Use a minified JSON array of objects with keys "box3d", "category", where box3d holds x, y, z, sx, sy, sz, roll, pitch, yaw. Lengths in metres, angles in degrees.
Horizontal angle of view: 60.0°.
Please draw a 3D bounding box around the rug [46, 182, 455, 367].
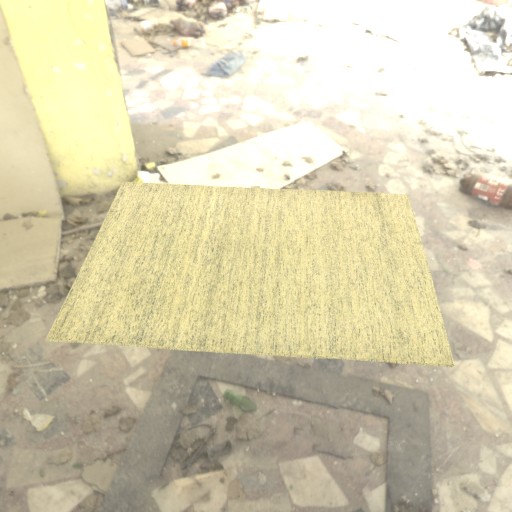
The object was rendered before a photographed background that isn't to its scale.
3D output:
[{"box3d":[0.000,0.000,2.967,2.263,0.017,1.523,3,45,3],"category":"rug"}]
